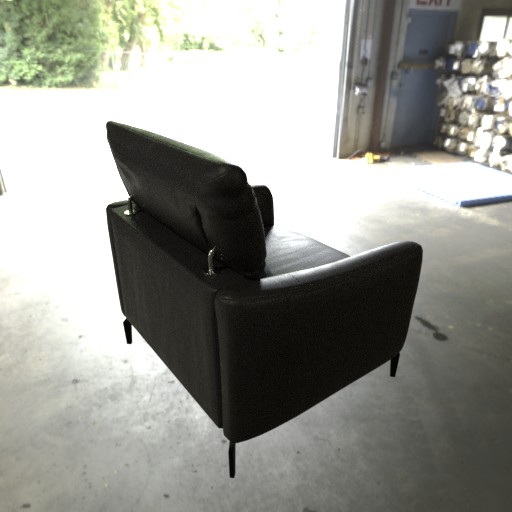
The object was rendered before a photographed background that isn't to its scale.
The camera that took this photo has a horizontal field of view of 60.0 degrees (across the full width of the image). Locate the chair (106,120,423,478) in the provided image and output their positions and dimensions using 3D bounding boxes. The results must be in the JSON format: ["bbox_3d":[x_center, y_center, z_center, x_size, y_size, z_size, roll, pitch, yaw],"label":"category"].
[{"bbox_3d":[0.000,0.000,1.653,0.809,0.949,0.976,-18,31,-32],"label":"chair"}]
